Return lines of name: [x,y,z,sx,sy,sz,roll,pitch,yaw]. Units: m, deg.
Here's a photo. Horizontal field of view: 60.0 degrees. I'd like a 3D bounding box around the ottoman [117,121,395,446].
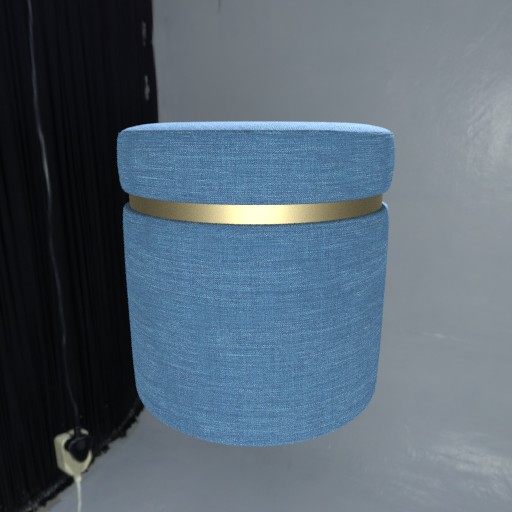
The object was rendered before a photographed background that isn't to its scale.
ottoman: [0.000,0.000,0.702,0.398,0.406,0.398,0,15,0]
